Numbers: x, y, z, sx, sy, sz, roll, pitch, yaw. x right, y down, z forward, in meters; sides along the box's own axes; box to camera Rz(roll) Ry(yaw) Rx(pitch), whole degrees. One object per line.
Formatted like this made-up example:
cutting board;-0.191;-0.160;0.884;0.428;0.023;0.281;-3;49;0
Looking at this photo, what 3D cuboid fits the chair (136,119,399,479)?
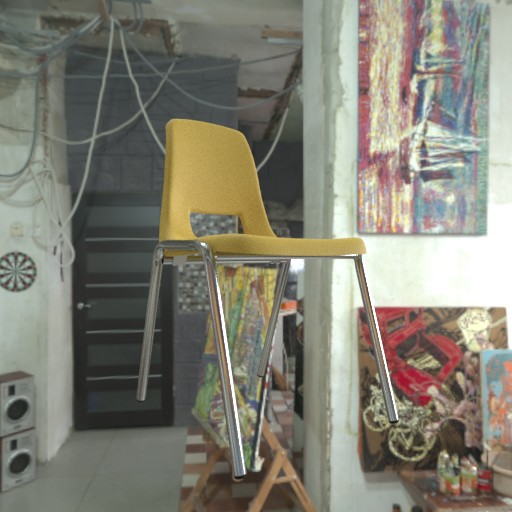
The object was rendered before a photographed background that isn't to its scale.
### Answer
chair;0.000;0.000;0.924;0.381;0.653;0.436;0;0;-36
